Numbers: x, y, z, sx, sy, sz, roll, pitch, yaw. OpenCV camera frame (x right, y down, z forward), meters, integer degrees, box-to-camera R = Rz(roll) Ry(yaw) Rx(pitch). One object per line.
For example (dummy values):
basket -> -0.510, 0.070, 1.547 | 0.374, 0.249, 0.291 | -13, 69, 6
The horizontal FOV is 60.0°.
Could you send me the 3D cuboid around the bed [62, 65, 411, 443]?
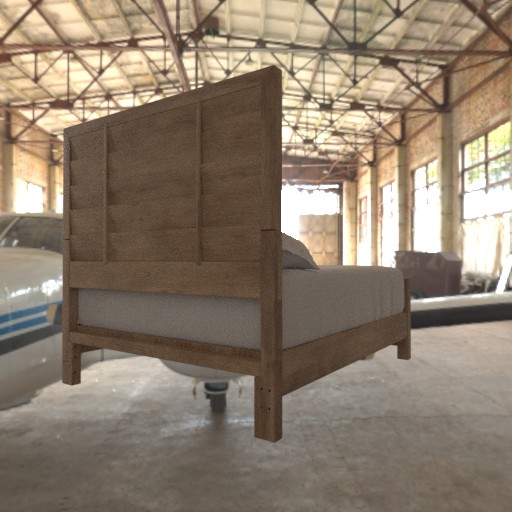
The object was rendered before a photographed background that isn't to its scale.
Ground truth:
bed -> 0.000, 0.000, 3.194 | 1.615, 1.631, 2.017 | 0, -1, 35
